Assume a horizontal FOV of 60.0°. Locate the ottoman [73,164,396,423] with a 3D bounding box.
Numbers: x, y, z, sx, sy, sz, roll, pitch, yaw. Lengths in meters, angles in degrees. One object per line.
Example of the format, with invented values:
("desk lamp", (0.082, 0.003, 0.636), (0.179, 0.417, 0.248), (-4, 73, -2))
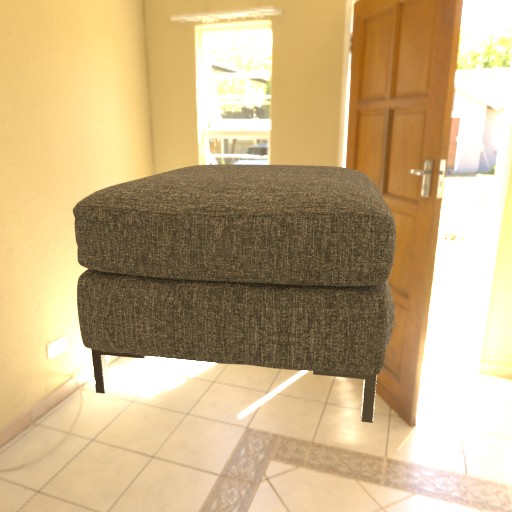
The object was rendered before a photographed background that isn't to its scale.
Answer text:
("ottoman", (0.000, 0.000, 1.240), (0.683, 0.480, 0.828), (3, 16, 10))
